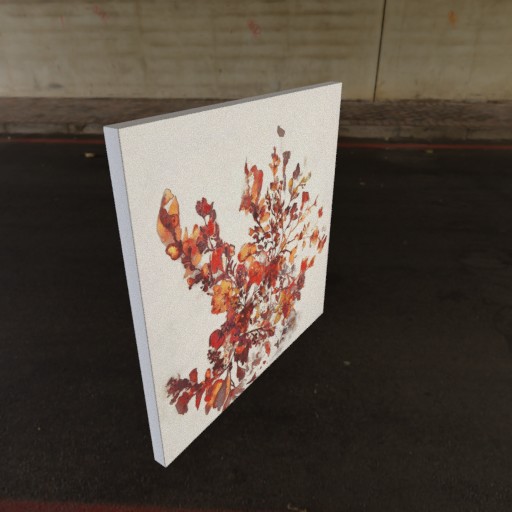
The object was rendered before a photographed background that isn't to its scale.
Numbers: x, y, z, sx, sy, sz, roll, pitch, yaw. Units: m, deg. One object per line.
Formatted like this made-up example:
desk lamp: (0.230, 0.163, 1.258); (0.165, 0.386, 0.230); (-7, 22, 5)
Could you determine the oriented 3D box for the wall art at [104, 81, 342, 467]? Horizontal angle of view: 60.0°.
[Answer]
wall art: (0.000, 0.000, 1.489); (0.049, 1.009, 1.009); (18, 33, 31)
